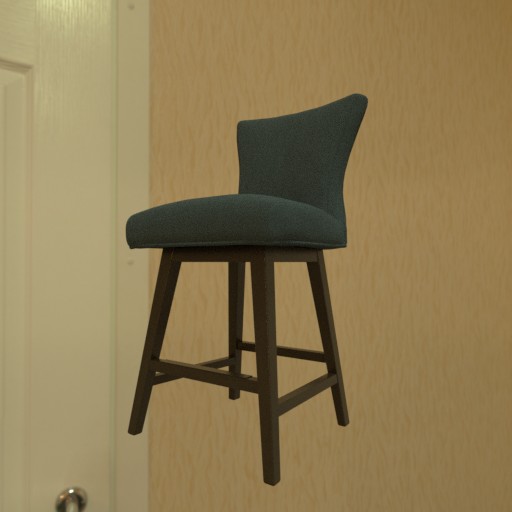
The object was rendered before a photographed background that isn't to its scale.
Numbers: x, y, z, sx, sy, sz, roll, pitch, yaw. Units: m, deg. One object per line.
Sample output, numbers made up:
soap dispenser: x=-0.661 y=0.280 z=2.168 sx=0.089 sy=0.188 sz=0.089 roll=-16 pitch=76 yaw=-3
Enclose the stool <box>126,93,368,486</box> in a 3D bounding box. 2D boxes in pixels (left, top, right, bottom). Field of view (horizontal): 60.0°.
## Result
stool: x=0.000 y=0.000 z=1.318 sx=0.514 sy=1.000 sz=0.574 roll=-1 pitch=-1 yaw=36
